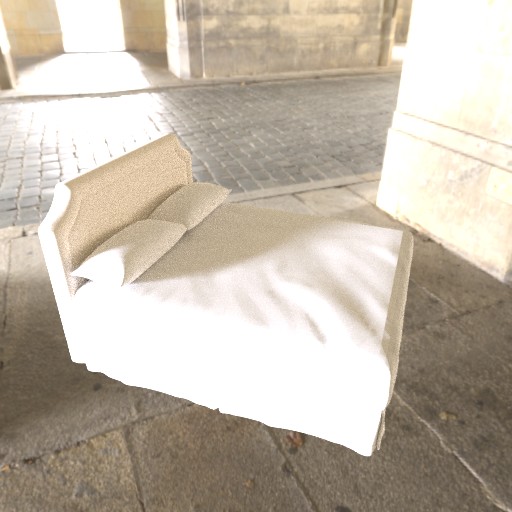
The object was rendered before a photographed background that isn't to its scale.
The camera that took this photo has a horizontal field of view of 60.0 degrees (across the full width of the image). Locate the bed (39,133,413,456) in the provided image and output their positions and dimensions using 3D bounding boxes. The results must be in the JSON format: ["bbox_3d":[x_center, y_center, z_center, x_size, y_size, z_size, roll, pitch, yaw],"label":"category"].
[{"bbox_3d":[0.000,0.000,3.811,2.548,1.524,2.134,11,32,18],"label":"bed"}]
